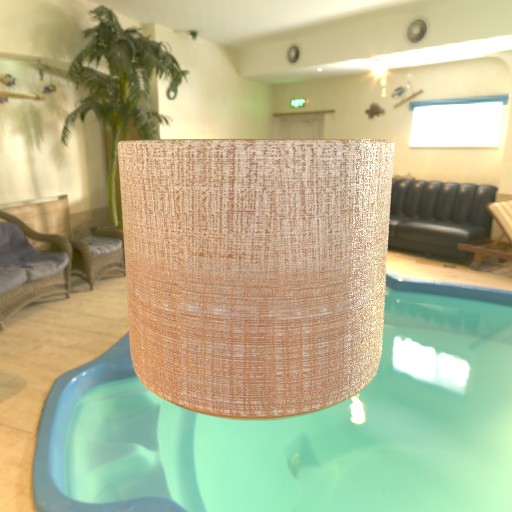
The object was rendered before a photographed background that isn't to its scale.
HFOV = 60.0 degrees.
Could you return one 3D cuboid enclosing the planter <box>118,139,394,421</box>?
[{"bbox_3d":[0.000,0.000,0.190,0.109,0.096,0.109,0,14,0],"label":"planter"}]
